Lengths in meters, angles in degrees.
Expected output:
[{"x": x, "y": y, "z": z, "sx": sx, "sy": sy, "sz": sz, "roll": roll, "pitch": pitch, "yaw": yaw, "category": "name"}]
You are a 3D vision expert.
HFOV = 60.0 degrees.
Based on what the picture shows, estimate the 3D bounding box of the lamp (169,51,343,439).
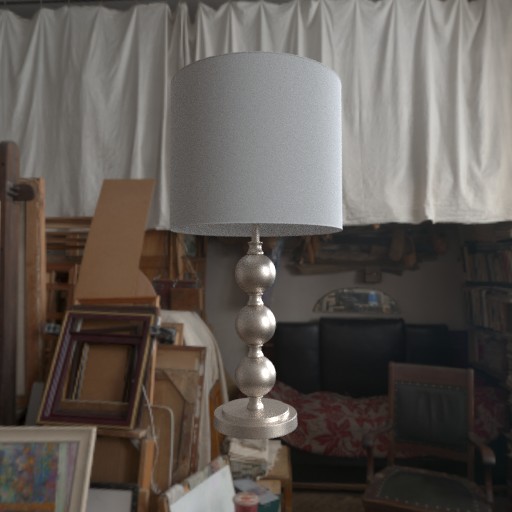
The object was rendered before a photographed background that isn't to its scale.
[{"x": 0.000, "y": 0.000, "z": 0.719, "sx": 0.277, "sy": 0.538, "sz": 0.277, "roll": 1, "pitch": -1, "yaw": -37, "category": "lamp"}]
